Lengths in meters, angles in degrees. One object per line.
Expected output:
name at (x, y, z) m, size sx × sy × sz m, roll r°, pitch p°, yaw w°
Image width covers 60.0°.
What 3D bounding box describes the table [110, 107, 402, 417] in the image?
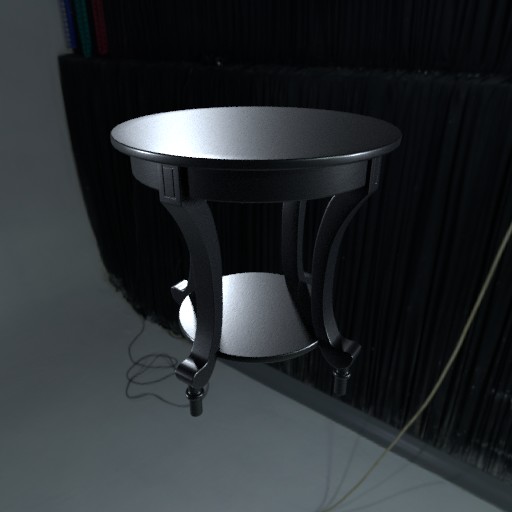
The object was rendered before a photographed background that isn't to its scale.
table at (0.000, 0.000, 1.080) m, size 0.597 × 0.618 × 0.597 m, roll 0°, pitch 26°, yaw 0°
